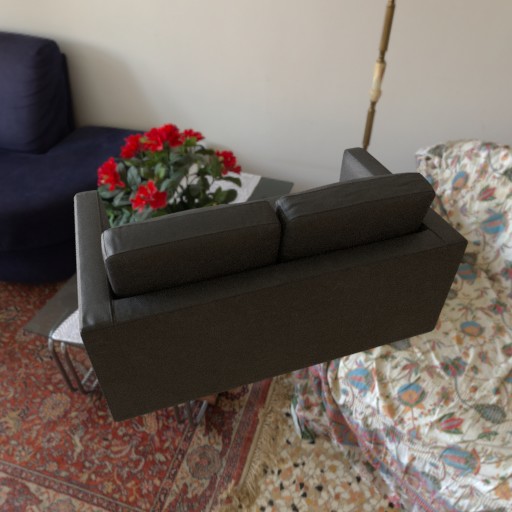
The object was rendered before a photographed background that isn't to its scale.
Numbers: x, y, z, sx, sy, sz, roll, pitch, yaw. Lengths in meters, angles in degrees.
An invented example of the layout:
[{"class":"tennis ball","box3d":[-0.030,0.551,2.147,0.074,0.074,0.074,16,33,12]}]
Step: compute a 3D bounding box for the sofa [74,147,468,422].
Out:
[{"class":"sofa","box3d":[0.000,0.000,1.988,1.430,0.899,0.879,-12,42,-14]}]
